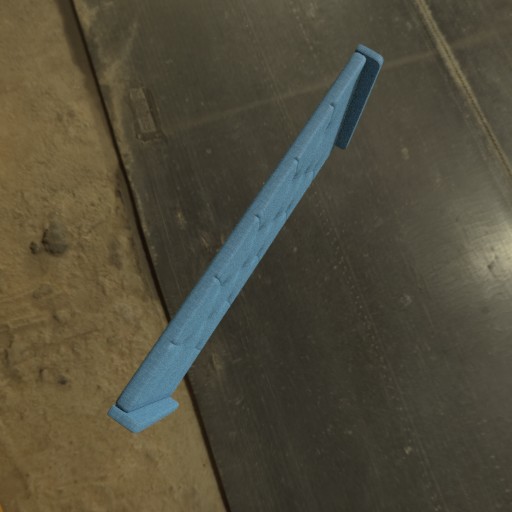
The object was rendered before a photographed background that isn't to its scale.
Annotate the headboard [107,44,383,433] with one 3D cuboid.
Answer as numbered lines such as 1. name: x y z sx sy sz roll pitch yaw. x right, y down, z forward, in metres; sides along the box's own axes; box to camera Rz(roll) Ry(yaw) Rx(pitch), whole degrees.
1. headboard: 0.000 0.000 2.706 0.184 1.524 2.051 32 79 7
